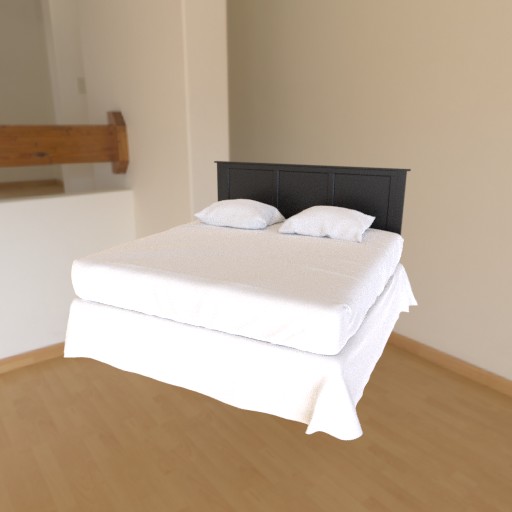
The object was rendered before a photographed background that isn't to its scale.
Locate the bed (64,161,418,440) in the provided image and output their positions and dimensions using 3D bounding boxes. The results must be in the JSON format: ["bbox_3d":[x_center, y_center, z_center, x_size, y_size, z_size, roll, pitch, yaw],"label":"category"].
[{"bbox_3d":[0.000,0.000,3.554,2.315,1.271,2.219,8,18,26],"label":"bed"}]
